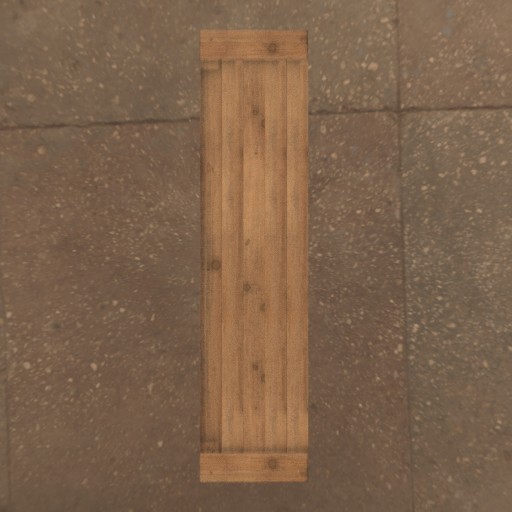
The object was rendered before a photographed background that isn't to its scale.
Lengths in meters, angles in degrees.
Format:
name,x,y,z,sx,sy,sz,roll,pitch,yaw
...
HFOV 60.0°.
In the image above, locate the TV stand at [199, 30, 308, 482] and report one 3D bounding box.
name,x,y,z,sx,sy,sz,roll,pitch,yaw
TV stand,0.000,0.000,2.049,0.453,0.573,1.804,0,90,0
